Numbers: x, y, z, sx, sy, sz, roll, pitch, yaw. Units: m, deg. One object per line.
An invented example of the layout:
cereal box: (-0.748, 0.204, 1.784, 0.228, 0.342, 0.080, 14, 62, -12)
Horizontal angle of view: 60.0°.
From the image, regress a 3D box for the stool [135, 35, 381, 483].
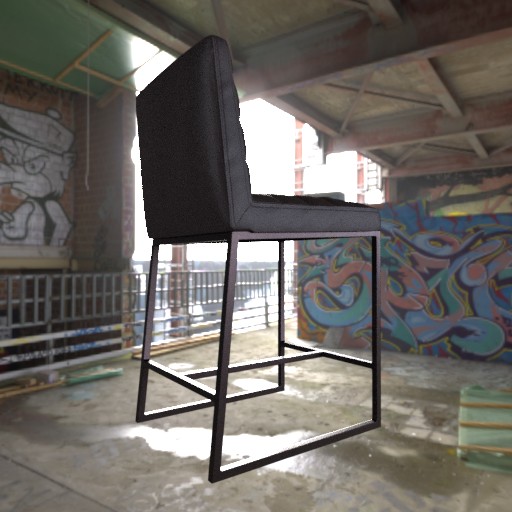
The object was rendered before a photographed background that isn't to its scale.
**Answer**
stool: (0.000, 0.000, 1.251, 0.562, 0.946, 0.463, 0, -1, -36)
